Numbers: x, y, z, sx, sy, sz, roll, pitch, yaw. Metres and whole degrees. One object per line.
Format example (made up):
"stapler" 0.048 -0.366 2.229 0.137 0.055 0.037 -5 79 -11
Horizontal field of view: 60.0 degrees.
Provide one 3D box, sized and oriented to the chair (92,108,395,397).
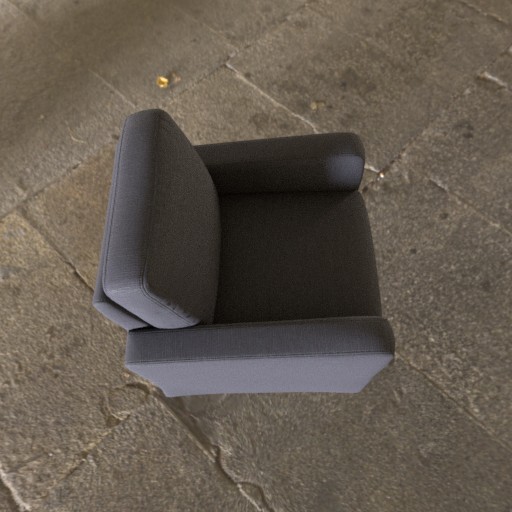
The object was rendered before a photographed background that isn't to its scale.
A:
"chair" 0.000 0.000 1.511 0.863 0.855 0.798 -1 64 0
